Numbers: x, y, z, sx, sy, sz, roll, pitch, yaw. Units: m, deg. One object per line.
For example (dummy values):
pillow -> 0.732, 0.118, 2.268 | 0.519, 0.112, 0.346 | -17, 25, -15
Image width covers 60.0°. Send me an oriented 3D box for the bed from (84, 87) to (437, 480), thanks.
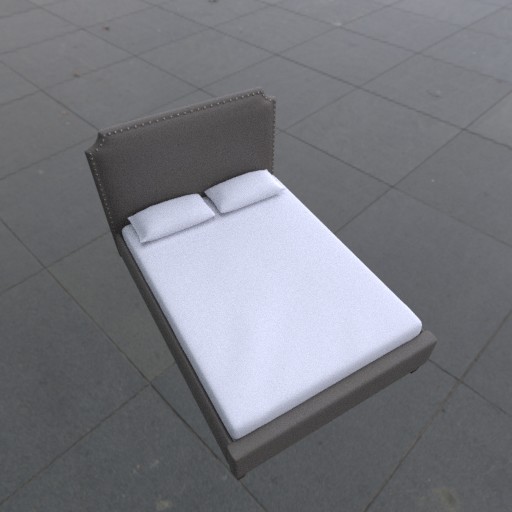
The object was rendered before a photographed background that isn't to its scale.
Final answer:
bed -> 0.000, 0.000, 3.427 | 1.712, 1.443, 2.372 | -23, 51, -20
